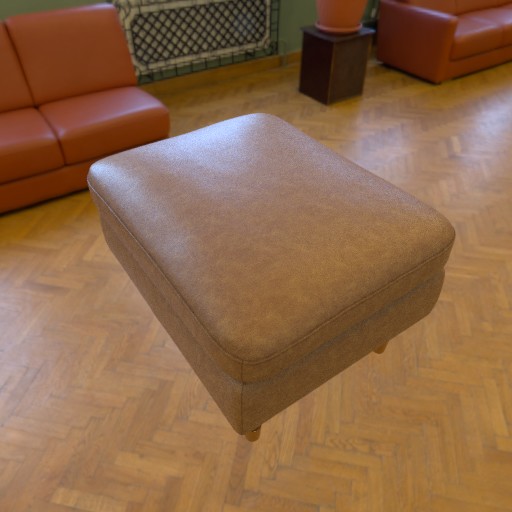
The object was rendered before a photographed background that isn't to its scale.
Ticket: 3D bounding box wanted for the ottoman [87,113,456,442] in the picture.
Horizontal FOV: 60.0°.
[{"bbox_3d":[0.000,0.000,1.128,0.593,0.478,0.747,-25,47,-26],"label":"ottoman"}]
